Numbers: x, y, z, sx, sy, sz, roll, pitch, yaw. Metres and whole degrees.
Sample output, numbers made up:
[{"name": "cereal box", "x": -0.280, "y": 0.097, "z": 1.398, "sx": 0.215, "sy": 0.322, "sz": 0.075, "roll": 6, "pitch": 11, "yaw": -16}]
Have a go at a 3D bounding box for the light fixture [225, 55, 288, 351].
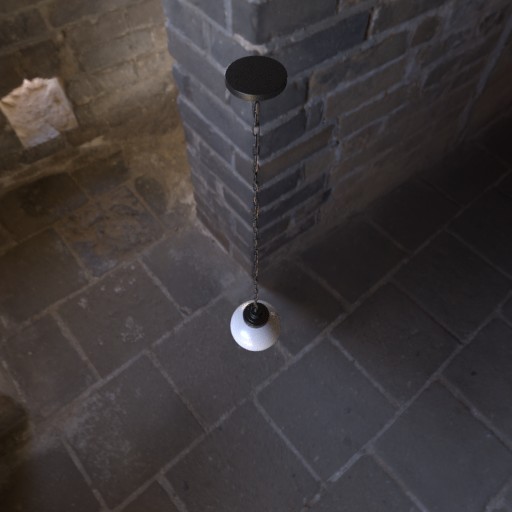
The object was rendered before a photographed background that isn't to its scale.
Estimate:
[{"name": "light fixture", "x": 0.000, "y": 0.000, "z": 2.000, "sx": 0.304, "sy": 1.867, "sz": 0.305, "roll": 2, "pitch": 58, "yaw": 1}]
